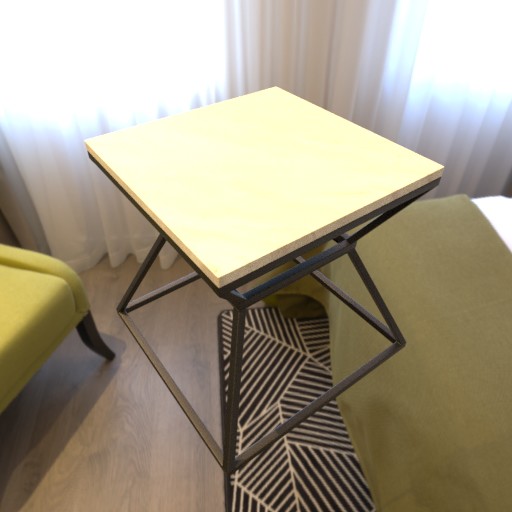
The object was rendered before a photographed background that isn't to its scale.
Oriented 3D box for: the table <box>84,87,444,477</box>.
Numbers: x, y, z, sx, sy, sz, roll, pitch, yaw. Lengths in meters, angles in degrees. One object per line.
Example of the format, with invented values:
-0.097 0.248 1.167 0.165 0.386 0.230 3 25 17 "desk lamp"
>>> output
0.000 0.000 0.839 0.455 0.431 0.455 -26 47 -27 "table"
